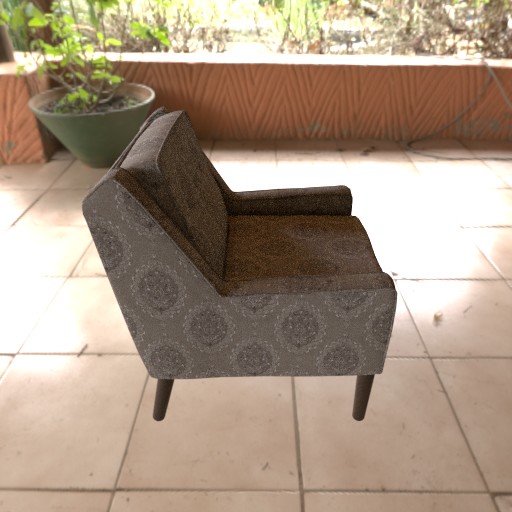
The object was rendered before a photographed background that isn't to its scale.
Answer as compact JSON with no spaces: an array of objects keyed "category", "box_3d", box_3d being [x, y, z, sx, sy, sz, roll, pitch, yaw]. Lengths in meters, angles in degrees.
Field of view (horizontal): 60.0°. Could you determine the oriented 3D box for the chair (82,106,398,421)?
[{"category":"chair","box_3d":[0.000,0.000,1.385,0.750,0.797,0.665,0,31,0]}]
